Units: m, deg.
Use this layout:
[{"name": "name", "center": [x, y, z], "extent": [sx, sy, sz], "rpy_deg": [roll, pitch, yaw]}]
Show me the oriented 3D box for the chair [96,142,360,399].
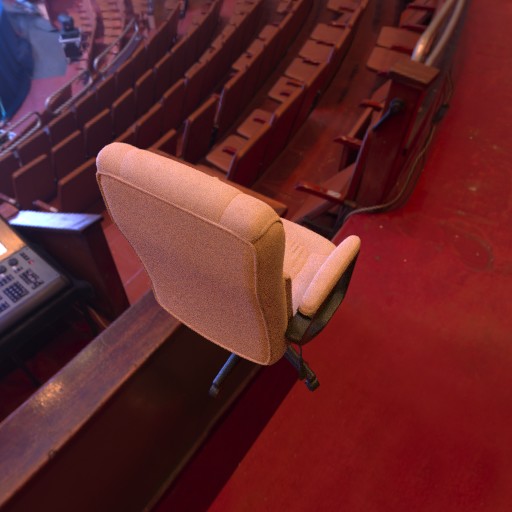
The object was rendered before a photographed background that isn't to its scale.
[{"name": "chair", "center": [0.000, 0.000, 1.540], "extent": [0.667, 1.105, 0.724], "rpy_deg": [26, 52, 22]}]
